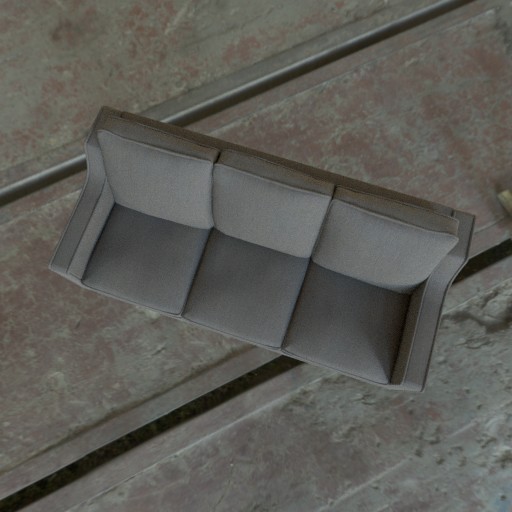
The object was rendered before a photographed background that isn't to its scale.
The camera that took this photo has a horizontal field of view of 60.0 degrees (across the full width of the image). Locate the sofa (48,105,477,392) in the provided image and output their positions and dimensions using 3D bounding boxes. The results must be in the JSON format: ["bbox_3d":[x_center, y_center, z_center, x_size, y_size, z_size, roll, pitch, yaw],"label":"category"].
[{"bbox_3d":[0.000,0.000,2.462,1.986,0.974,0.911,18,76,5],"label":"sofa"}]
